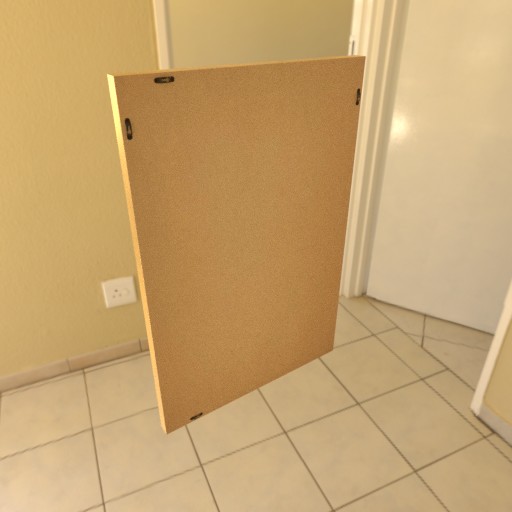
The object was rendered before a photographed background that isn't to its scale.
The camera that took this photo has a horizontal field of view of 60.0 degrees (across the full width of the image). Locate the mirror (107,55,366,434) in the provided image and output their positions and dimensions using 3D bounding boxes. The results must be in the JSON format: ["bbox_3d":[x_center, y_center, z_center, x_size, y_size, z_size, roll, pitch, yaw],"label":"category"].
[{"bbox_3d":[0.000,0.000,1.143,0.609,0.915,0.040,-18,34,-29],"label":"mirror"}]
